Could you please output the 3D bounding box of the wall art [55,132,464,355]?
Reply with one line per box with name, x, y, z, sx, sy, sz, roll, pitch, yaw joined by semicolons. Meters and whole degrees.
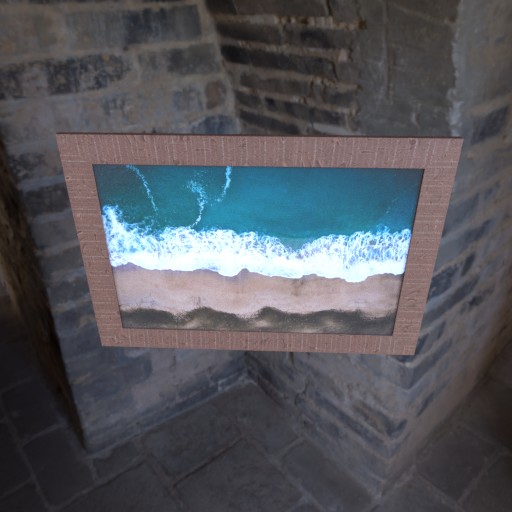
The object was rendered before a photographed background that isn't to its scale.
wall art;0.000;0.000;1.156;0.917;0.626;0.019;1;29;2
